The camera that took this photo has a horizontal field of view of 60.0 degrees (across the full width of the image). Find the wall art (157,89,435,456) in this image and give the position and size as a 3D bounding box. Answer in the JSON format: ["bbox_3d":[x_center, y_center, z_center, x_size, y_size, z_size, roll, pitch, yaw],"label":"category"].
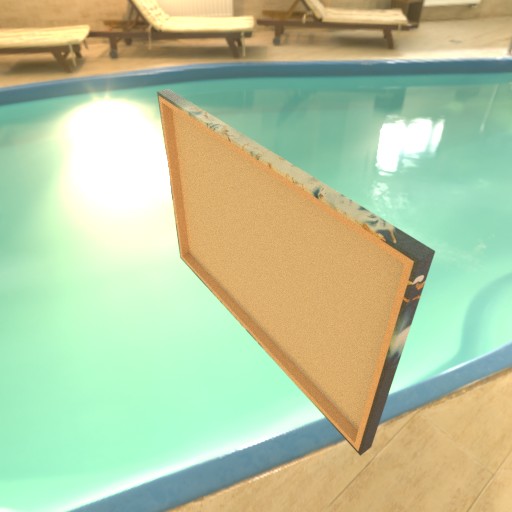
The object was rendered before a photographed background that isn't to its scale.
[{"bbox_3d":[0.000,0.000,1.162,0.038,0.608,0.912,-24,45,-27],"label":"wall art"}]
